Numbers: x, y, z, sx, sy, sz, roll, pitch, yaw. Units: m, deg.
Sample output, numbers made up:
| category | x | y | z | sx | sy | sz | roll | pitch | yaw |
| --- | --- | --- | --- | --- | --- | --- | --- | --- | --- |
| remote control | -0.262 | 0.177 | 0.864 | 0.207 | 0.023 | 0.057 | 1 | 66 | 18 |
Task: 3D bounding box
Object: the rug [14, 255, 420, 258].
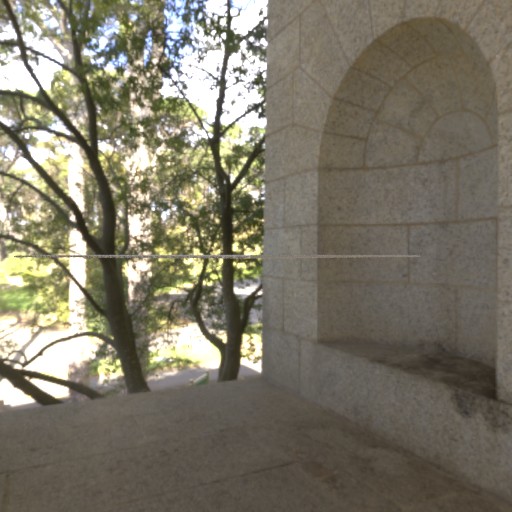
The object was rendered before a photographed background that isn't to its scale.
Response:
| category | x | y | z | sx | sy | sz | roll | pitch | yaw |
| --- | --- | --- | --- | --- | --- | --- | --- | --- | --- |
| rug | 0.000 | 0.000 | 2.996 | 1.548 | 0.013 | 2.486 | 0 | 0 | 34 |
